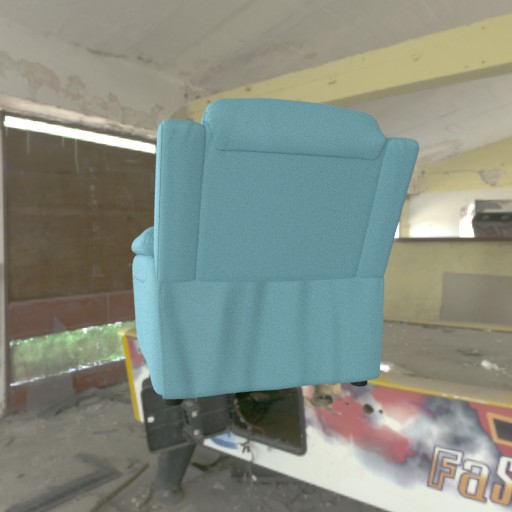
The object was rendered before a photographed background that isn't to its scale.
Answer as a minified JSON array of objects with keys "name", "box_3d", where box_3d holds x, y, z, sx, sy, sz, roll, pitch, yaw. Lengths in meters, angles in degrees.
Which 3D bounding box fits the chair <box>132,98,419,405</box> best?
[{"name":"chair","box_3d":[0.000,0.000,1.274,0.680,0.702,0.709,0,1,-17]}]
